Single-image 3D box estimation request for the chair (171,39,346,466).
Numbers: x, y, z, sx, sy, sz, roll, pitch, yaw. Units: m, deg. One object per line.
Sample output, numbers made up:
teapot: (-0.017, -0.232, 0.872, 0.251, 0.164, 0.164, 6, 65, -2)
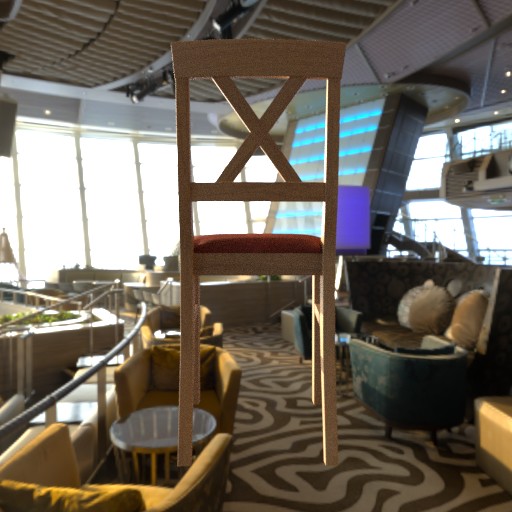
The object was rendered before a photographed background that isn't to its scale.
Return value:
chair: (0.000, 0.000, 1.171, 0.439, 0.912, 0.492, 0, 1, 0)
